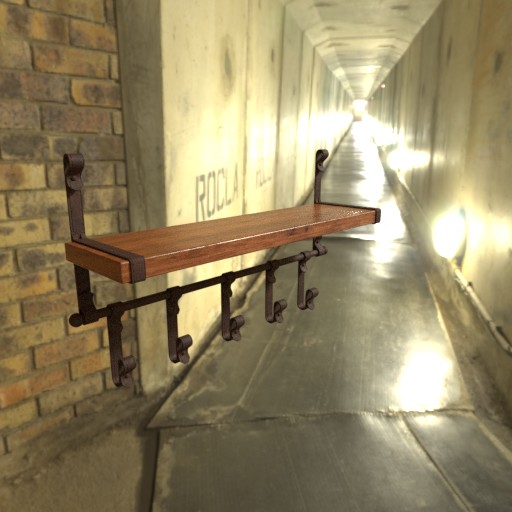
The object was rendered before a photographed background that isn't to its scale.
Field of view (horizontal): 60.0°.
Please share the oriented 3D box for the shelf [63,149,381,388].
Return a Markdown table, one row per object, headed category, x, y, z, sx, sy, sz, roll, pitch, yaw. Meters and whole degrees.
| category | x | y | z | sx | sy | sz | roll | pitch | yaw |
| --- | --- | --- | --- | --- | --- | --- | --- | --- | --- |
| shelf | 0.000 | 0.000 | 0.719 | 0.146 | 0.330 | 0.567 | 14 | 20 | 43 |
